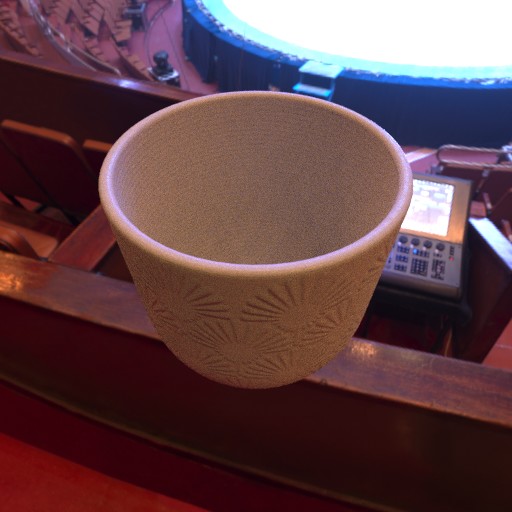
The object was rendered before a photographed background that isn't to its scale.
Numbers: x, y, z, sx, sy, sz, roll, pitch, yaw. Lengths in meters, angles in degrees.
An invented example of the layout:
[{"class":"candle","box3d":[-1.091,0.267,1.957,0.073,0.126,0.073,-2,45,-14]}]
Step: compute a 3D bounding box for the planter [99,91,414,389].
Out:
[{"class":"planter","box3d":[0.000,0.000,0.298,0.170,0.152,0.170,0,46,0]}]
